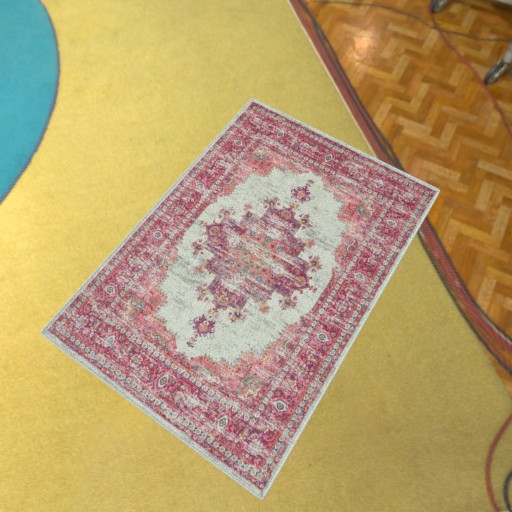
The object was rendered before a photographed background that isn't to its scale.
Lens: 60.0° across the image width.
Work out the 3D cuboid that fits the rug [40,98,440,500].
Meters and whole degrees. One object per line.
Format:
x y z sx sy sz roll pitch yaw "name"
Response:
0.000 0.000 2.805 1.555 0.011 2.232 31 68 14 "rug"
